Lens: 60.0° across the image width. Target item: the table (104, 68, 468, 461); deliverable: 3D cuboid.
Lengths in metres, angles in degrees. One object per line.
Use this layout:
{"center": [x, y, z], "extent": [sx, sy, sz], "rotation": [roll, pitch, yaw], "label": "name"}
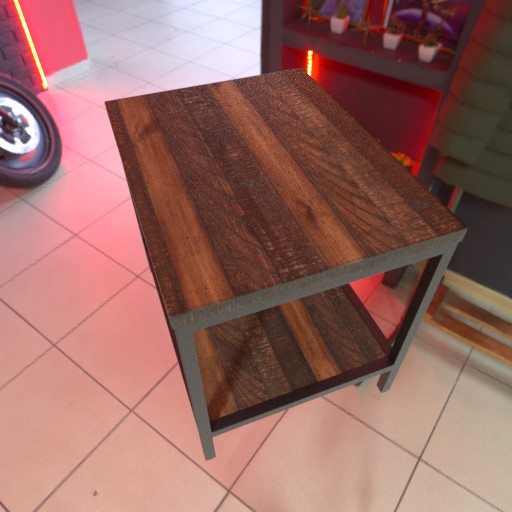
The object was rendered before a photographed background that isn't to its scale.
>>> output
{"center": [0.000, 0.000, 1.137], "extent": [0.524, 0.612, 0.678], "rotation": [-16, 49, -14], "label": "table"}
